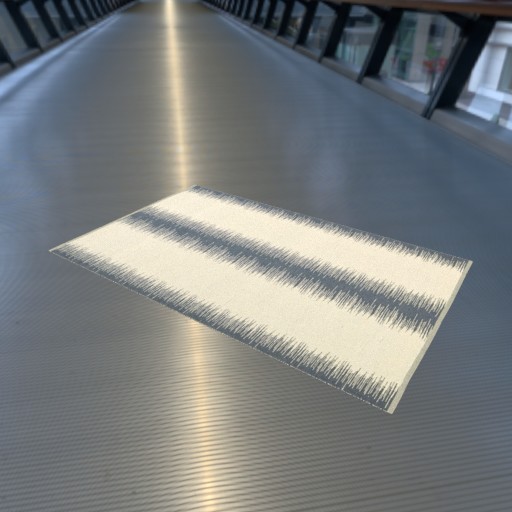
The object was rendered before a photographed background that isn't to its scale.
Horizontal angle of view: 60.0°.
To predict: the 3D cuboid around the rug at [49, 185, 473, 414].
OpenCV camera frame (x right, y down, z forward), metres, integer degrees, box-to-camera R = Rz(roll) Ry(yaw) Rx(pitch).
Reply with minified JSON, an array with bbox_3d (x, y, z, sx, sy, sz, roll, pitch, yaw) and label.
[{"bbox_3d":[0.000,0.000,2.998,2.453,0.003,1.519,19,35,30],"label":"rug"}]
